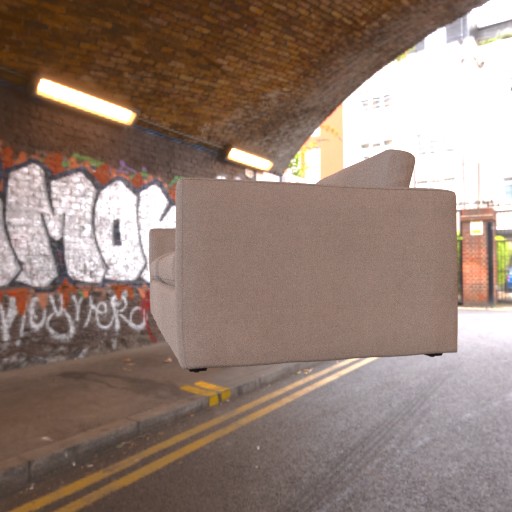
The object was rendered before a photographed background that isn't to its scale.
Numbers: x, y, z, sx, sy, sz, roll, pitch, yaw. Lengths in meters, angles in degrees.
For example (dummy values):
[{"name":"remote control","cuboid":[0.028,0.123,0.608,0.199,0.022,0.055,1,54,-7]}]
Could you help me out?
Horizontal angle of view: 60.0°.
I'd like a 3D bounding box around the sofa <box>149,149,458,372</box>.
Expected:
[{"name":"sofa","cuboid":[0.000,0.000,2.465,1.091,0.839,1.905,1,-2,-16]}]
